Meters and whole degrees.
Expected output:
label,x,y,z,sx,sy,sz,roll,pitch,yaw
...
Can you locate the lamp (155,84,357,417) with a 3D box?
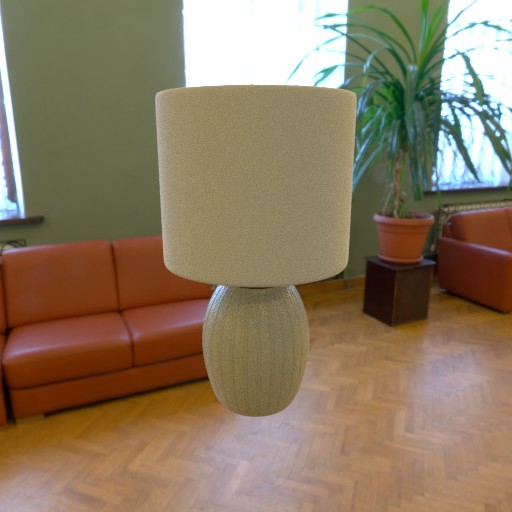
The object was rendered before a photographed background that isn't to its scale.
label,x,y,z,sx,sy,sz,roll,pitch,yaw
lamp,0.000,0.000,0.806,0.329,0.570,0.329,-7,16,-26
